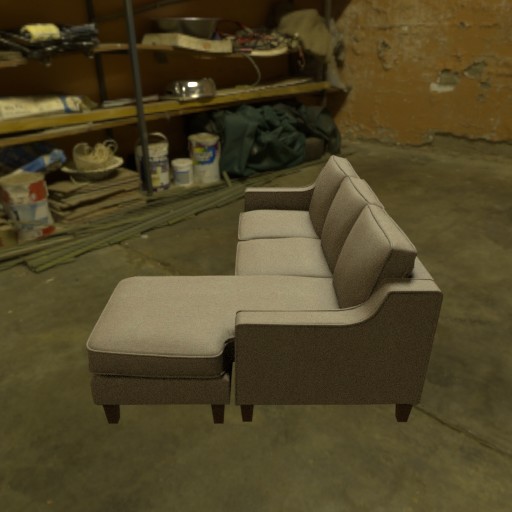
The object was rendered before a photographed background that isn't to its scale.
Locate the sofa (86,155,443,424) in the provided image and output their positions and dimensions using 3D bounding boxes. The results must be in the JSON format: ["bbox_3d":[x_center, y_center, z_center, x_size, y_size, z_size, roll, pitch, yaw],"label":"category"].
[{"bbox_3d":[0.000,0.000,3.310,1.858,1.081,2.317,0,26,0],"label":"sofa"}]
